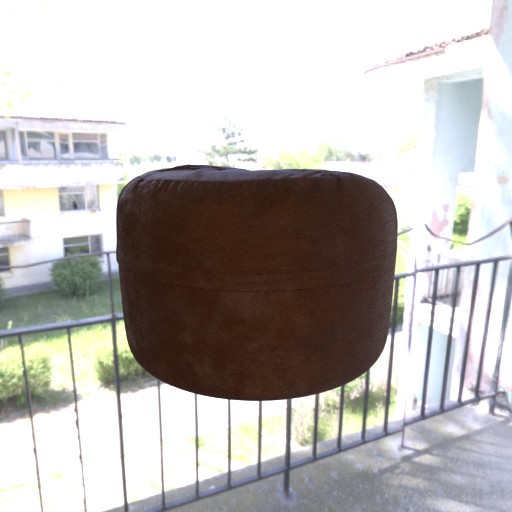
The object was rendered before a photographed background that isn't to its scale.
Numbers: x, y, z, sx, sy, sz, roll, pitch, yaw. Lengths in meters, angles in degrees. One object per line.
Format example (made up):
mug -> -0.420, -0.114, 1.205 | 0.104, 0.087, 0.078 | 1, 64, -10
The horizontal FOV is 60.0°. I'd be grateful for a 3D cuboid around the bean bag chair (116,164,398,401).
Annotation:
bean bag chair -> 0.000, 0.000, 1.521 | 0.918, 0.616, 0.918 | 0, 14, 0
